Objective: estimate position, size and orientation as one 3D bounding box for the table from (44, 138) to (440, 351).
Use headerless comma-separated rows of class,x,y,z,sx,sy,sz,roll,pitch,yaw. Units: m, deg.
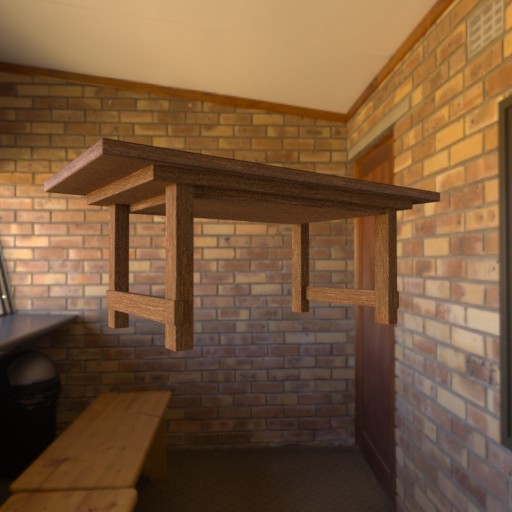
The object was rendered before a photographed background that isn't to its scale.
table,0.000,0.000,2.457,1.982,0.762,1.000,1,-1,-36
